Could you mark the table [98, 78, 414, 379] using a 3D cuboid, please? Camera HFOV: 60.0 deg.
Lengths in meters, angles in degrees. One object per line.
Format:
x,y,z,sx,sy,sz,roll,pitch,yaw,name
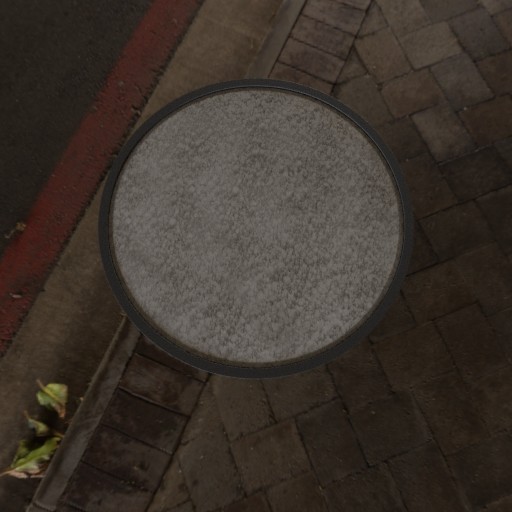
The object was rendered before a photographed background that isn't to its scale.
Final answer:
0.000,0.000,0.901,0.470,0.498,0.470,0,76,0,table
